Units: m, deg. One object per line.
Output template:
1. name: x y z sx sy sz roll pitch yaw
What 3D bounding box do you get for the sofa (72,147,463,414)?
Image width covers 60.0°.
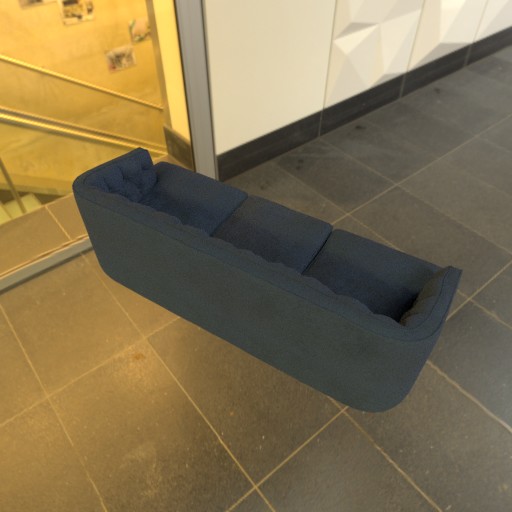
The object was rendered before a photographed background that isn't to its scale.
1. sofa: 0.000 0.000 2.761 2.278 0.855 0.941 24 51 21
